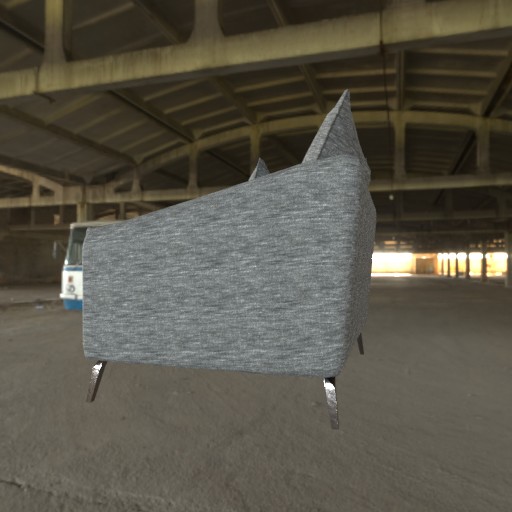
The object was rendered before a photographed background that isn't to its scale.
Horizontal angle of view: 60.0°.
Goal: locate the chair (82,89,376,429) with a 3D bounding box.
[{"bbox_3d":[0.000,0.000,1.597,0.805,0.842,1.004,0,-1,17],"label":"chair"}]
